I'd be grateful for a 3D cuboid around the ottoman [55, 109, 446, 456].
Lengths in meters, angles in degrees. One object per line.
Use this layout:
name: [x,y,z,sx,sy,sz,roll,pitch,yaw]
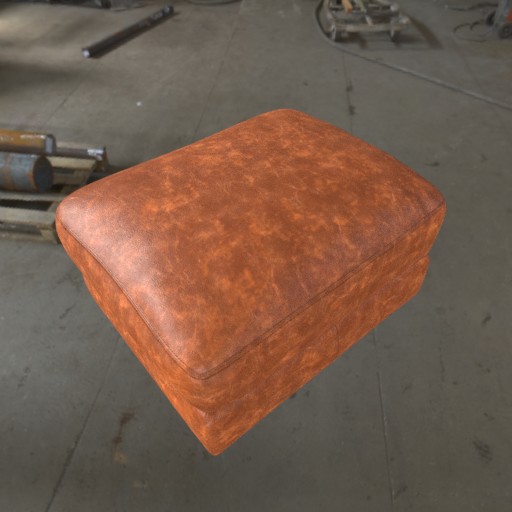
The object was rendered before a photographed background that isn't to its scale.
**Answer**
ottoman: [0.000,0.000,1.227,0.832,0.562,0.657,-31,53,-27]
